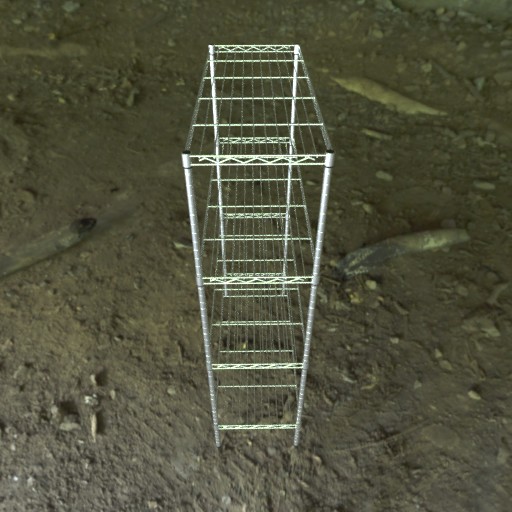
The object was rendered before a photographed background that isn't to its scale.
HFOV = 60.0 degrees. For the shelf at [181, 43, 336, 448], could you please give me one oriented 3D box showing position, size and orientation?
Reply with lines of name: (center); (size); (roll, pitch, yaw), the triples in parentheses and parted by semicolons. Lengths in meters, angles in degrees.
shelf: (0.000, 0.000, 1.781); (0.352, 1.360, 0.907); (0, 40, -1)
